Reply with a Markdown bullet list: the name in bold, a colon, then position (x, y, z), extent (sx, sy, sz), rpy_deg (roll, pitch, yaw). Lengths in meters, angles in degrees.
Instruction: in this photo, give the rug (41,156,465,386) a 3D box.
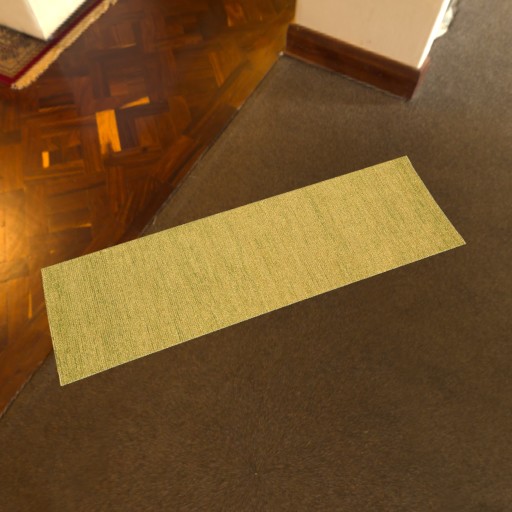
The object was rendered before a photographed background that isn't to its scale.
- **rug**: position (0.000, 0.000, 2.530), extent (2.340, 0.013, 0.686), rpy_deg (-18, 65, -9)
